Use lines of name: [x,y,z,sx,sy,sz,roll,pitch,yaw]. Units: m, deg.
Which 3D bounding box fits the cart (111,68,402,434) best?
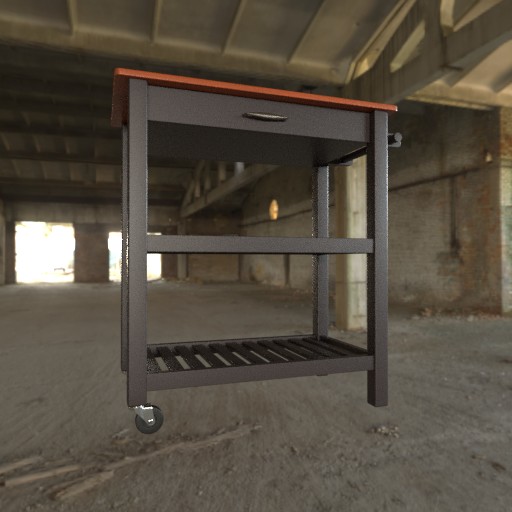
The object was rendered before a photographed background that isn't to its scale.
cart: [0.000,0.000,1.455,0.899,0.927,0.457,0,-1,-19]
